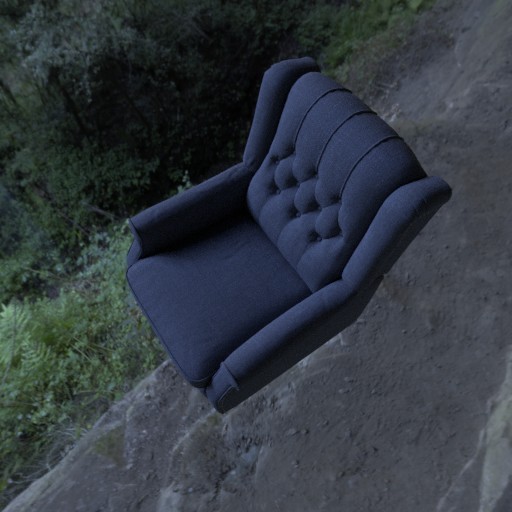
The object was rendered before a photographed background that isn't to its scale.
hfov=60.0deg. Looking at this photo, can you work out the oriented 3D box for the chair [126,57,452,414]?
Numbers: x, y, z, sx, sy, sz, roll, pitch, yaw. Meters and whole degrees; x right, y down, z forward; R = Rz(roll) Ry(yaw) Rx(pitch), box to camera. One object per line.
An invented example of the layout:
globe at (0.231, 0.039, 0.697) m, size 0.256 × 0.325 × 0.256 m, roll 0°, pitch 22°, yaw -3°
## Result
chair at (0.000, 0.000, 1.633) m, size 0.898 × 1.035 × 0.742 m, roll -32°, pitch 68°, yaw -15°
